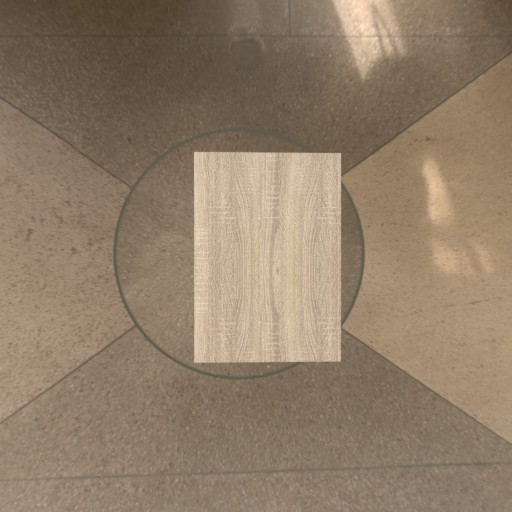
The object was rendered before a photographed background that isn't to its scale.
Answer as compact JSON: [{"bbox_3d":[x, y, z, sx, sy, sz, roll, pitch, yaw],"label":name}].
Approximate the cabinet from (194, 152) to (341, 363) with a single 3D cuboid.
[{"bbox_3d":[0.000,0.000,2.130,0.400,1.850,0.570,0,90,-2],"label":"cabinet"}]
